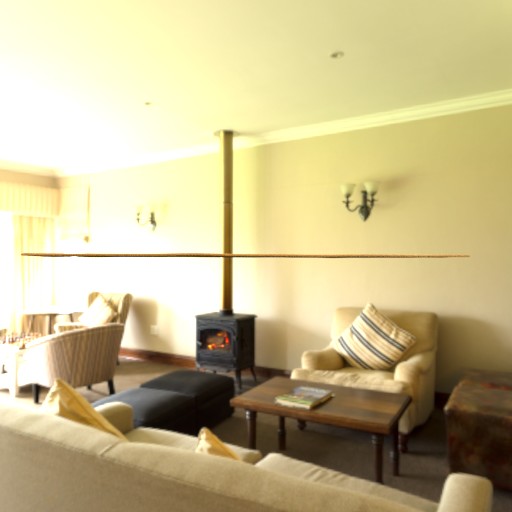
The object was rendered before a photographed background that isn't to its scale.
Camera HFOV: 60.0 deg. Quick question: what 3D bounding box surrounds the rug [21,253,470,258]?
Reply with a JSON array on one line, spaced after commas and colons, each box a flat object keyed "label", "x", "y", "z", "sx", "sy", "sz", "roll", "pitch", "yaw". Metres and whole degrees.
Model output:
[{"label": "rug", "x": 0.000, "y": 0.000, "z": 2.653, "sx": 2.383, "sy": 0.018, "sz": 0.857, "roll": 0, "pitch": -1, "yaw": -17}]
